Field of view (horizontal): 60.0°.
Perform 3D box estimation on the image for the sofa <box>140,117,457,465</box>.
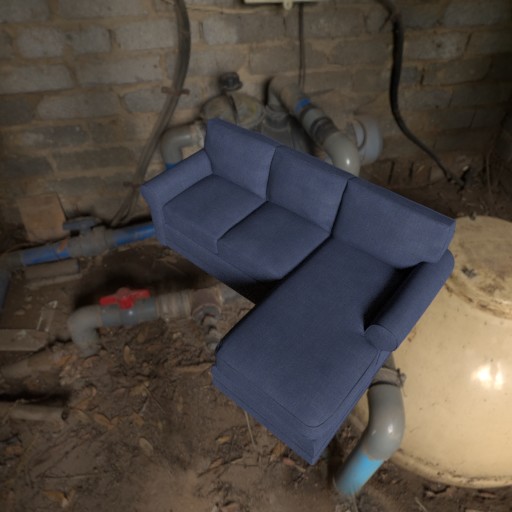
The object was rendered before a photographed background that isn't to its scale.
[{"bbox_3d":[0.000,0.000,3.540,2.567,1.063,1.780,31,53,27],"label":"sofa"}]
